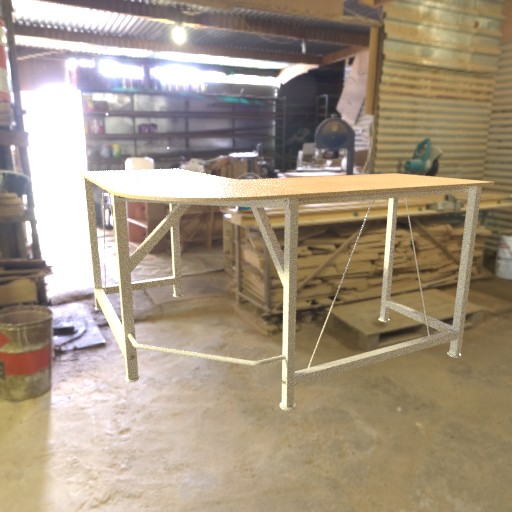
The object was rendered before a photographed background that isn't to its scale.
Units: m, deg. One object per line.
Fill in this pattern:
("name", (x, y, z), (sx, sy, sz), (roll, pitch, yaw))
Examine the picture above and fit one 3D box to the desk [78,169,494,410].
("desk", (0.000, 0.000, 2.140), (1.400, 0.762, 1.400), (-7, 16, -26))
